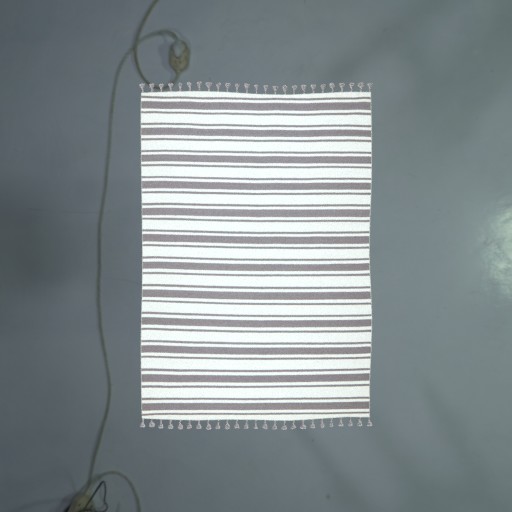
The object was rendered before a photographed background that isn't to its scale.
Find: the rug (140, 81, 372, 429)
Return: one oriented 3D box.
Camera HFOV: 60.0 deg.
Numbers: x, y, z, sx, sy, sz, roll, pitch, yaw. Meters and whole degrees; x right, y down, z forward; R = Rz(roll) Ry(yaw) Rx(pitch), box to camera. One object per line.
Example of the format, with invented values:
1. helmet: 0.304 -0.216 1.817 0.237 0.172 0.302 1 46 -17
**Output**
1. rug: 0.000 0.000 3.874 2.030 0.017 3.040 0 90 0
